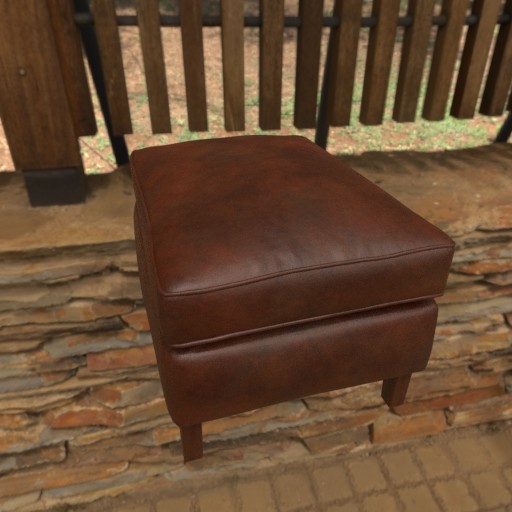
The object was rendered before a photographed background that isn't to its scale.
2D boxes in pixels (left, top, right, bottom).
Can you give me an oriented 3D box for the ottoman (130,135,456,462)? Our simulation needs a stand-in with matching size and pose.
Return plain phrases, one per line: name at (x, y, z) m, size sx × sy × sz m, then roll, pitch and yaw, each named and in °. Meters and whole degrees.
ottoman at (0.000, 0.000, 0.968) m, size 0.501 × 0.432 × 0.665 m, roll -9°, pitch 32°, yaw -14°
